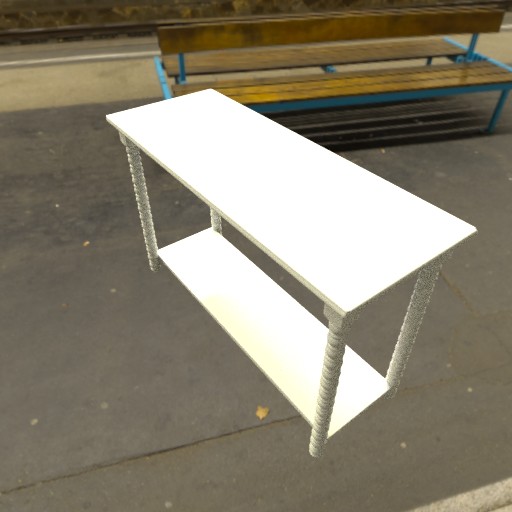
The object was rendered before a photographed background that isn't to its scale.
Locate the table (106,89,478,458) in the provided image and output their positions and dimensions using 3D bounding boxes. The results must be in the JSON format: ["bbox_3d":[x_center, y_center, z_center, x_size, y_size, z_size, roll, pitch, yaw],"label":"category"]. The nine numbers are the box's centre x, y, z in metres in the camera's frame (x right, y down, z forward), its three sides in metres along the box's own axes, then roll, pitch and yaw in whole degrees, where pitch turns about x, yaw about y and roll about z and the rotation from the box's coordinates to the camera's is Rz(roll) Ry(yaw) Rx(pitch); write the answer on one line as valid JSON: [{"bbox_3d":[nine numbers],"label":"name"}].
[{"bbox_3d":[0.000,0.000,1.555,0.459,0.740,1.184,-26,47,-27],"label":"table"}]
